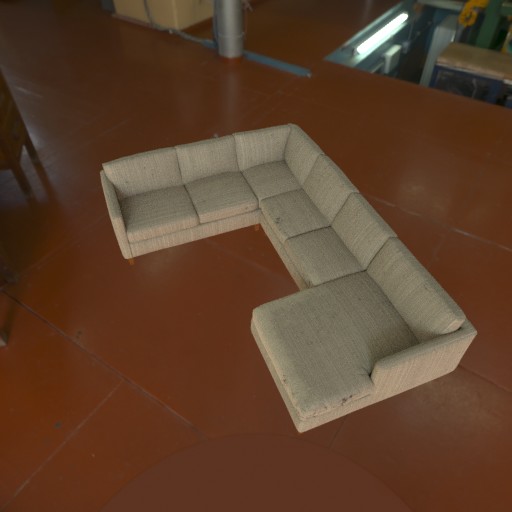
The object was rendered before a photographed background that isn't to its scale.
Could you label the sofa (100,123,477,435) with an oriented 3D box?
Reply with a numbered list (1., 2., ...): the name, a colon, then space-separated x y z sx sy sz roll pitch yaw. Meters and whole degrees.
1. sofa: 0.000 0.000 4.561 2.594 0.961 3.460 -16 49 -15
